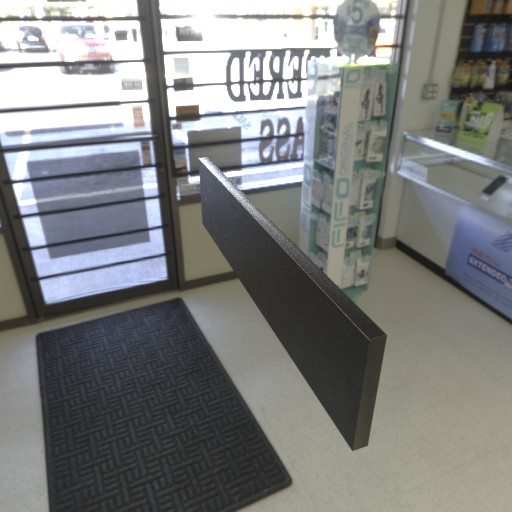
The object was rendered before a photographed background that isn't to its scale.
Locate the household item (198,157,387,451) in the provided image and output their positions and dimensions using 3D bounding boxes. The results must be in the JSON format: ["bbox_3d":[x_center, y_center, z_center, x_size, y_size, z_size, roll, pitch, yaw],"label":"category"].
[{"bbox_3d":[0.000,0.000,1.104,0.030,0.236,1.001,-10,30,-18],"label":"household item"}]
